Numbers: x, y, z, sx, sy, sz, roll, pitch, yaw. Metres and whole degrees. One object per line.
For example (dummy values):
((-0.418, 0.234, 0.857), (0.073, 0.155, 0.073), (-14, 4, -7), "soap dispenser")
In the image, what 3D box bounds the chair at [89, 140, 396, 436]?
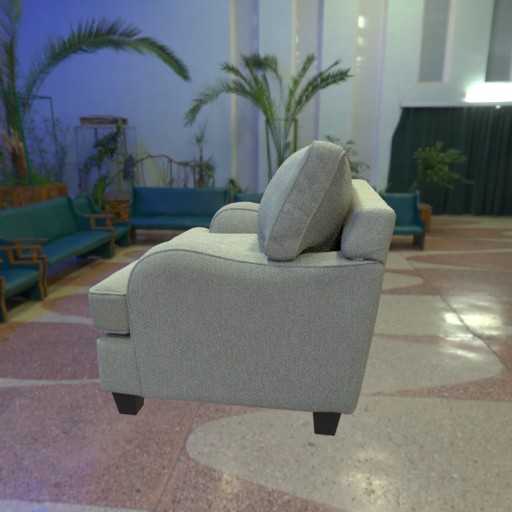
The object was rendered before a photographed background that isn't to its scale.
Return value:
((0.000, 0.000, 2.024), (1.041, 1.016, 1.220), (2, 14, 9), "chair")
